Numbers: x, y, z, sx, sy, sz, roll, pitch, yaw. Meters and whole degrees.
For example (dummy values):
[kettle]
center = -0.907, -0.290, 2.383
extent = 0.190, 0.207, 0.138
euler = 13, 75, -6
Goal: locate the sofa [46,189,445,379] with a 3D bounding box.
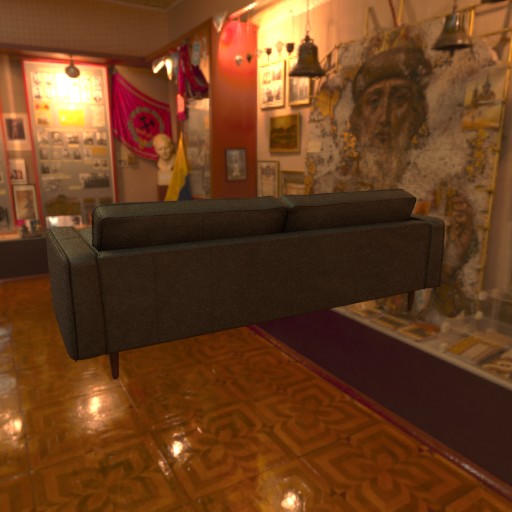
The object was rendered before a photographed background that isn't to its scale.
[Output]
[sofa]
center = 0.000, 0.000, 2.622
extent = 2.210, 0.762, 0.914
euler = -7, 15, -28
